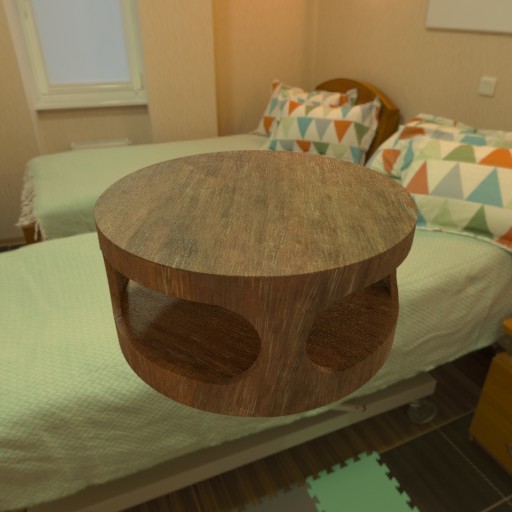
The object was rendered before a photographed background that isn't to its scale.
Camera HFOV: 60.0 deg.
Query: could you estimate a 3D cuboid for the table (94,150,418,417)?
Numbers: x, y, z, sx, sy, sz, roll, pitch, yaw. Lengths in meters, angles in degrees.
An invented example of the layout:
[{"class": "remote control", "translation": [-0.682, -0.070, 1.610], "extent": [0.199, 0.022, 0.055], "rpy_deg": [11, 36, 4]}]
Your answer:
[{"class": "table", "translation": [0.000, 0.000, 1.509], "extent": [0.974, 0.450, 0.974], "rpy_deg": [0, 30, 0]}]
